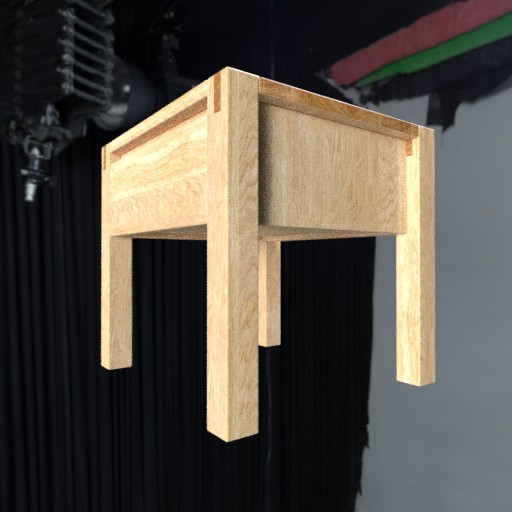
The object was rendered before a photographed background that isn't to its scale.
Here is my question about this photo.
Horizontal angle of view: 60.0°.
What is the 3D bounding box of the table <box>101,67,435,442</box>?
[{"bbox_3d":[0.000,0.000,0.852,0.440,0.450,0.480,0,-1,-36],"label":"table"}]
